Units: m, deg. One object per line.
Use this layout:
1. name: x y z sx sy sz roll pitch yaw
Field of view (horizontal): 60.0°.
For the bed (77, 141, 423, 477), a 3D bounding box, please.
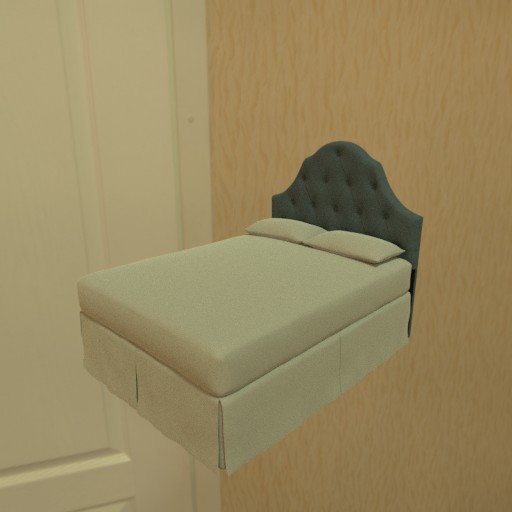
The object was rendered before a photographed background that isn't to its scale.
1. bed: 0.000 0.000 3.270 1.636 1.575 2.155 16 23 42
